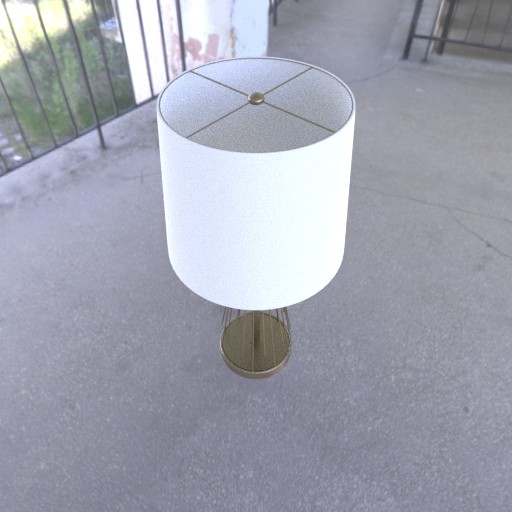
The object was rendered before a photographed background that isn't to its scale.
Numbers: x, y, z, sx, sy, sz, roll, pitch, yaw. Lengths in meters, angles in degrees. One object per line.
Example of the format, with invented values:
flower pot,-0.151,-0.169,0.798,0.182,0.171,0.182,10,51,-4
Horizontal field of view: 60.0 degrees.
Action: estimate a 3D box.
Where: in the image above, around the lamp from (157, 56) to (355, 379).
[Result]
lamp,0.000,0.000,0.802,0.303,0.618,0.303,0,47,0
